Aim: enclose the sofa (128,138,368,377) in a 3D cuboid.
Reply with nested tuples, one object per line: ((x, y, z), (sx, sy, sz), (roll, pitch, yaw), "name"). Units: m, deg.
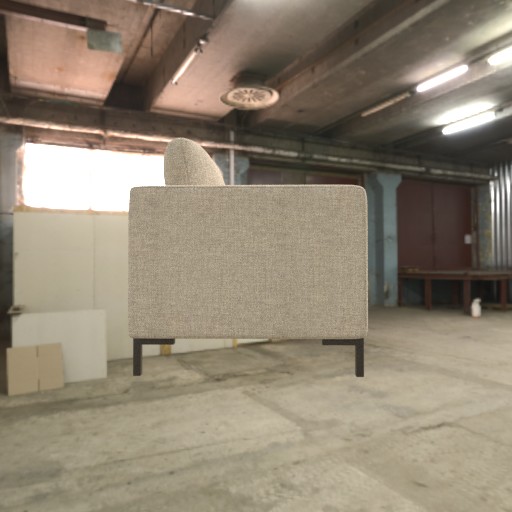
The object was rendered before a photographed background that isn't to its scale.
((0.000, 0.000, 2.637), (0.859, 0.874, 2.218), (0, -1, 1), "sofa")
